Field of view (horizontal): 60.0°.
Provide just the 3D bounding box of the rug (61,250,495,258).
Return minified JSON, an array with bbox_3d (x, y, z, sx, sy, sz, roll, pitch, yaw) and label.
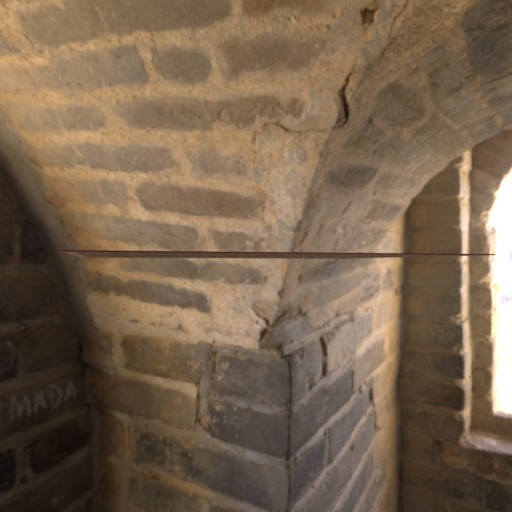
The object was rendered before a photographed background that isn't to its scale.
[{"bbox_3d":[0.000,0.000,3.865,2.929,0.012,2.300,0,-1,-19],"label":"rug"}]
